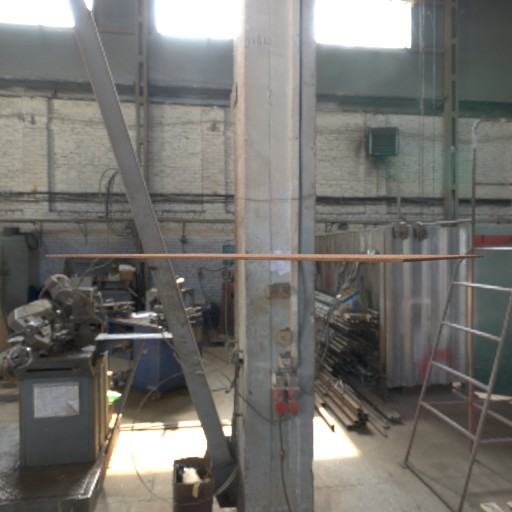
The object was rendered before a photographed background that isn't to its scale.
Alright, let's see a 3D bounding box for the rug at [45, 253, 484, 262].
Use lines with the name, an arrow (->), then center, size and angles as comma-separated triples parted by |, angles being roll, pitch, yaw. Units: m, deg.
rug -> 0.000, 0.000, 2.902 | 2.438, 0.014, 1.524 | 1, 1, 36
